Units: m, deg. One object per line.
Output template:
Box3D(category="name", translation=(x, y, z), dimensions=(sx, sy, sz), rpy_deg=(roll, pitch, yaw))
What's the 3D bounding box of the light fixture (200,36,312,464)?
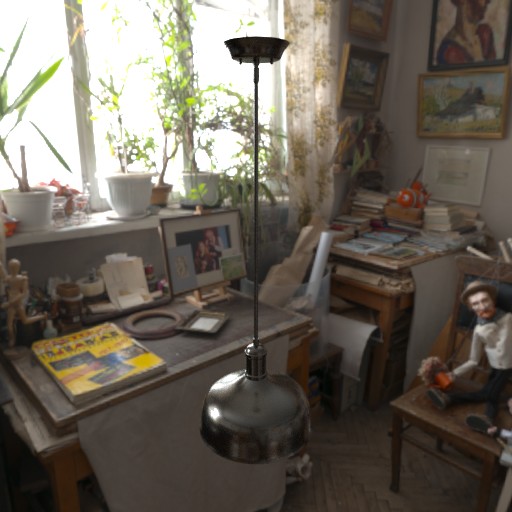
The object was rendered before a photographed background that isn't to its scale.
Box3D(category="light fixture", translation=(0.000, 0.000, 1.064), dimensions=(0.299, 0.935, 0.299), rpy_deg=(2, 15, 8))
